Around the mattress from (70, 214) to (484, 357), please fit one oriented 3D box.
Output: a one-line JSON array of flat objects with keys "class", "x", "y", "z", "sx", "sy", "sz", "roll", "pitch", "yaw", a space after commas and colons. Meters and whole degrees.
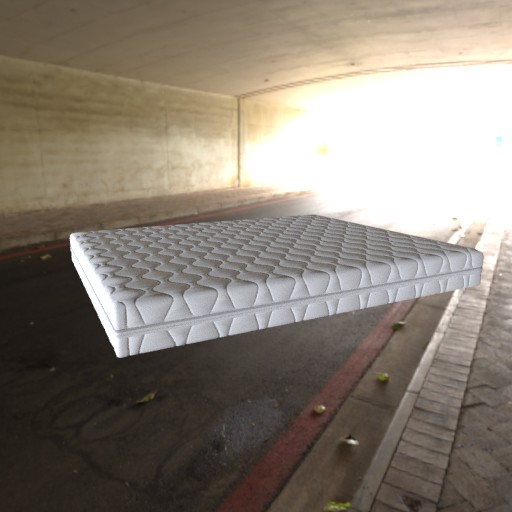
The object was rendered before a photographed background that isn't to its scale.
[{"class": "mattress", "x": 0.000, "y": 0.000, "z": 2.616, "sx": 1.900, "sy": 0.200, "sz": 1.600, "roll": -7, "pitch": 15, "yaw": -26}]
